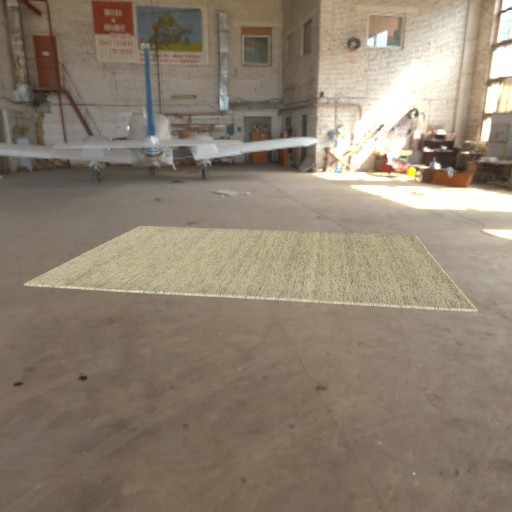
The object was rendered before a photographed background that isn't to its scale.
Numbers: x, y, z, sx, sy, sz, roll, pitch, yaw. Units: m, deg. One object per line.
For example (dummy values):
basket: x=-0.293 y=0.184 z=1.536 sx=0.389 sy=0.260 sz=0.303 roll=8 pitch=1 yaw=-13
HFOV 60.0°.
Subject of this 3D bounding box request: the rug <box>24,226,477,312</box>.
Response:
rug: x=0.000 y=0.000 z=2.352 sx=1.846 sy=0.014 sz=1.243 roll=2 pitch=16 yaw=9
